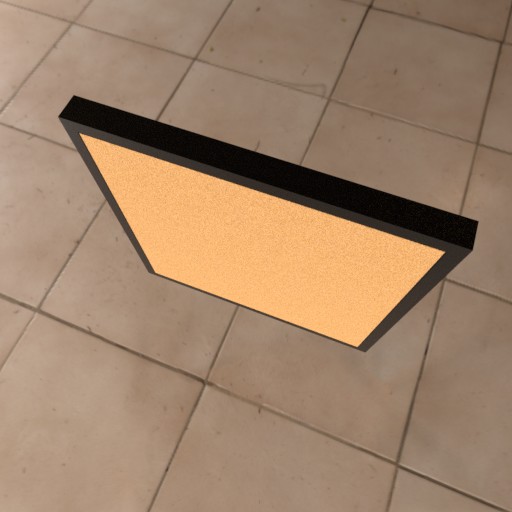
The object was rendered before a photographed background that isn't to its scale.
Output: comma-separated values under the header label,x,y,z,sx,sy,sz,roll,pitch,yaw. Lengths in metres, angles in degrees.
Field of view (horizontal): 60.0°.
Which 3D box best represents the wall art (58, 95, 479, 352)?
label,x,y,z,sx,sy,sz,roll,pitch,yaw
wall art,0.000,0.000,0.744,0.506,0.506,0.038,19,67,8
